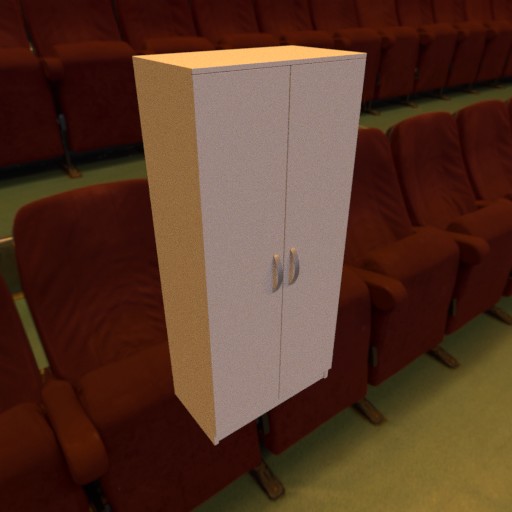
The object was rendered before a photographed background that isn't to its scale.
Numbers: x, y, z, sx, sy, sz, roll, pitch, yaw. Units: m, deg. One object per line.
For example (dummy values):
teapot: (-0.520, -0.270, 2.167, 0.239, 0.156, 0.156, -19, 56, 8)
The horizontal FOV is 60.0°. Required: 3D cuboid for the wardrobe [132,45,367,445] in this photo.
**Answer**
wardrobe: (0.000, 0.000, 2.050, 0.760, 1.700, 0.470, -20, 36, -31)
